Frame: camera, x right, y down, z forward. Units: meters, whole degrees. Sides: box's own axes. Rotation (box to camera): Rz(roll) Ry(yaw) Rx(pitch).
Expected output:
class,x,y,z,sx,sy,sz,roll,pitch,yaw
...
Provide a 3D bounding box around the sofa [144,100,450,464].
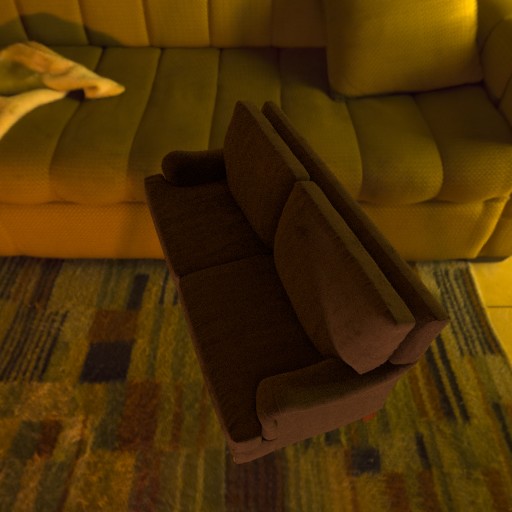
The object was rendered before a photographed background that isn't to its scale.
class,x,y,z,sx,sy,sz,roll,pitch,yaw
sofa,0.000,0.000,2.822,1.086,1.087,2.165,-16,49,-14
